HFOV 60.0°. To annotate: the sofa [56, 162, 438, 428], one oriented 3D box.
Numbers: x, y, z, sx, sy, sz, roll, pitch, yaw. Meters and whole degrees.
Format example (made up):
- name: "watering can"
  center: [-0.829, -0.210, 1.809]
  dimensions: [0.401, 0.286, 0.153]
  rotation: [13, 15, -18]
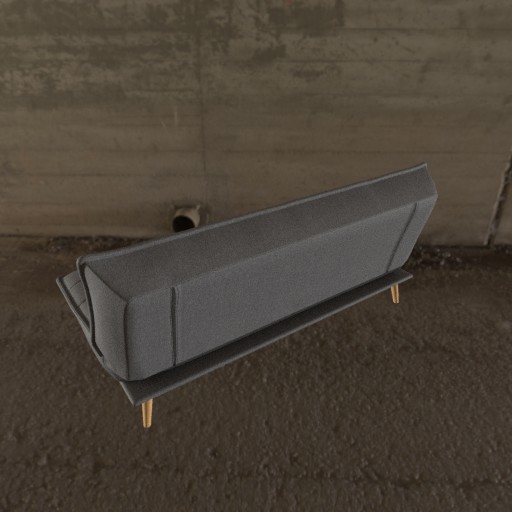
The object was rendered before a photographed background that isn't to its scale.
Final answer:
- name: "sofa"
  center: [0.000, 0.000, 2.459]
  dimensions: [1.940, 0.890, 0.950]
  rotation: [-19, 35, -29]
